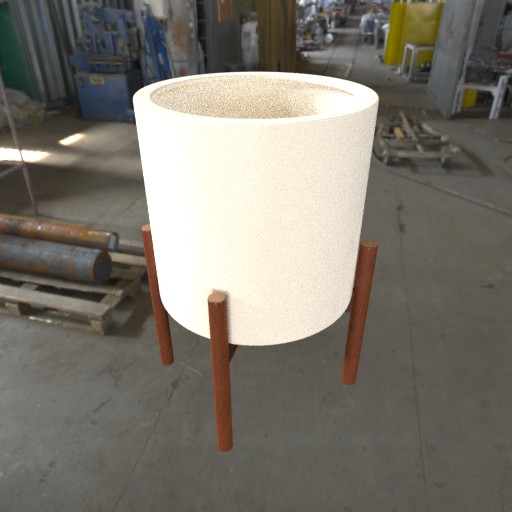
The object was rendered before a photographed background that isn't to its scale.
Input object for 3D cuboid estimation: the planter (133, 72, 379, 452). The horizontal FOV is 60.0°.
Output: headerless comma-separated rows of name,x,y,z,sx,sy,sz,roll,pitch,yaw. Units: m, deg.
planter,0.000,0.000,0.946,0.417,0.670,0.417,-18,36,-27
